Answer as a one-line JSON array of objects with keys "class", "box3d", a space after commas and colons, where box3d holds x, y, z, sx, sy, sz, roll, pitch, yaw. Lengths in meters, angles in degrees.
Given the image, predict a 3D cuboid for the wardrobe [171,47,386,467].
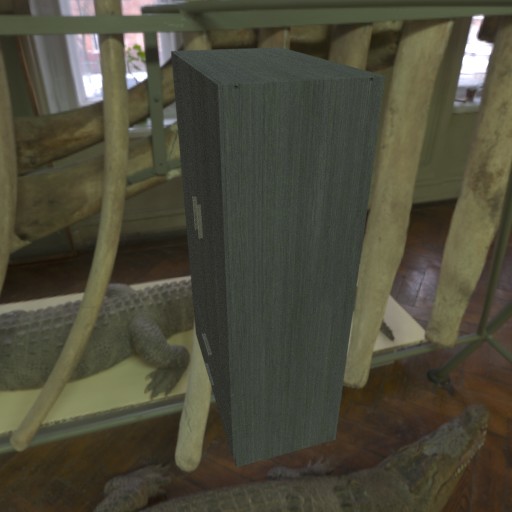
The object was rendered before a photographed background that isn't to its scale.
[{"class": "wardrobe", "box3d": [0.000, 0.000, 2.232, 0.577, 1.808, 0.991, -9, 31, -15]}]
